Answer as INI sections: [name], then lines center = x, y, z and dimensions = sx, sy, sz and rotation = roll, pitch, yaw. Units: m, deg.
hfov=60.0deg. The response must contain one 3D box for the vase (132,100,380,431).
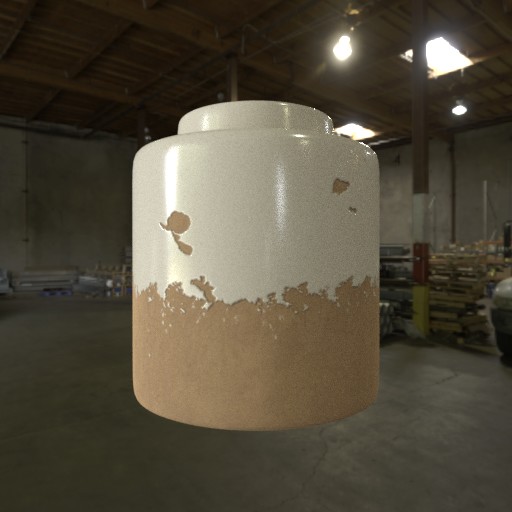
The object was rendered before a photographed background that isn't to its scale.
[vase]
center = 0.000, 0.000, 0.285
dimensions = 0.153, 0.167, 0.153
rotation = 0, 0, 0
